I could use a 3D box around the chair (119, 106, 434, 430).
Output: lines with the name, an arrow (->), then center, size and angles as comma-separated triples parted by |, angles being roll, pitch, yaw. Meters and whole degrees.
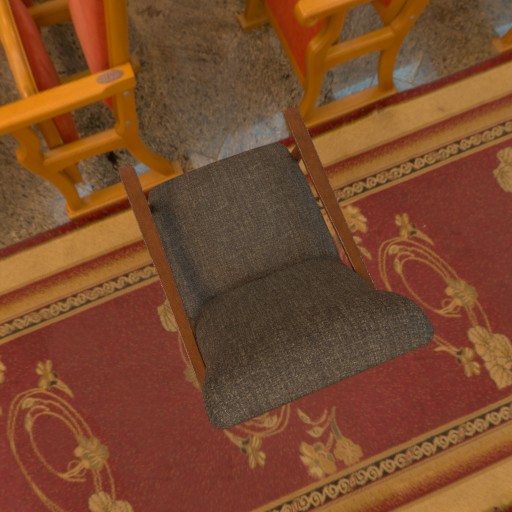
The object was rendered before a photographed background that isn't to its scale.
chair -> 0.000, 0.000, 1.734 | 0.762, 1.082, 1.014 | -21, 77, -5
